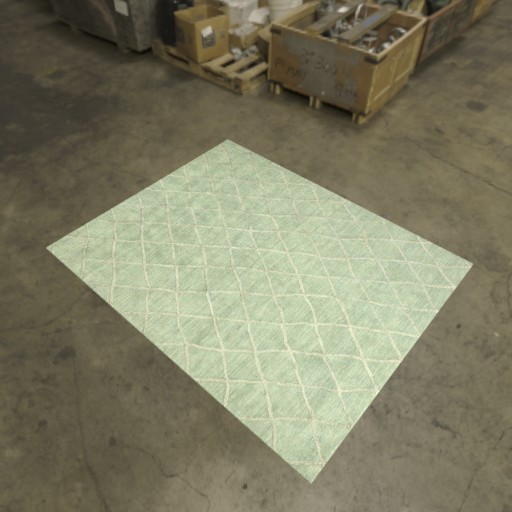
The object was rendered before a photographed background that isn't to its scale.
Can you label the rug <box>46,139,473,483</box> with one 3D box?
[{"bbox_3d":[0.000,0.000,4.024,3.039,0.019,2.420,33,55,27],"label":"rug"}]
